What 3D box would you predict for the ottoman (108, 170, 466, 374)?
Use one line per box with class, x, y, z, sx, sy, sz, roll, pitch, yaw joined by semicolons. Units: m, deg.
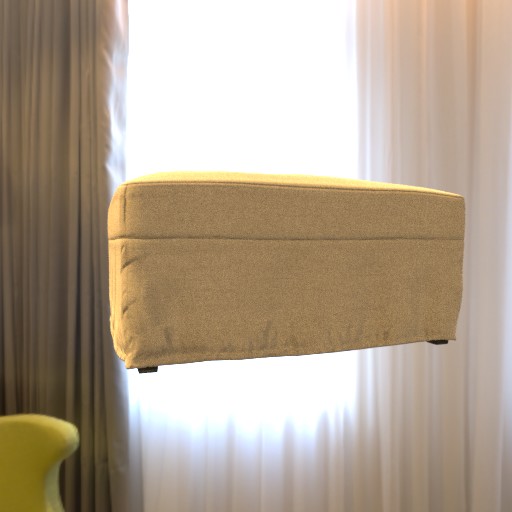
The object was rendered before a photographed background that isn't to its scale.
ottoman;0.000;0.000;1.347;0.843;0.436;0.840;-1;2;-20
